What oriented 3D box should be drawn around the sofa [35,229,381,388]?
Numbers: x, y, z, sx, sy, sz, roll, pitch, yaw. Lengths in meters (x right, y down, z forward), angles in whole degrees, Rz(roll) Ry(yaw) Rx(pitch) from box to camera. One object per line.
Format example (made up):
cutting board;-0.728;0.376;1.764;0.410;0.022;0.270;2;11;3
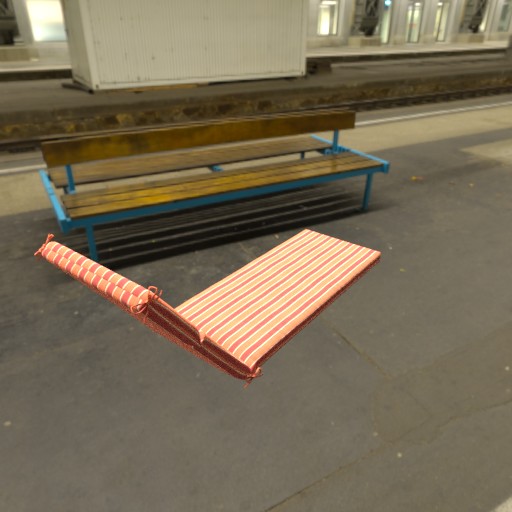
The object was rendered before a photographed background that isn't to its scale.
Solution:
sofa;0.000;0.000;1.982;0.582;0.622;1.663;21;35;33
